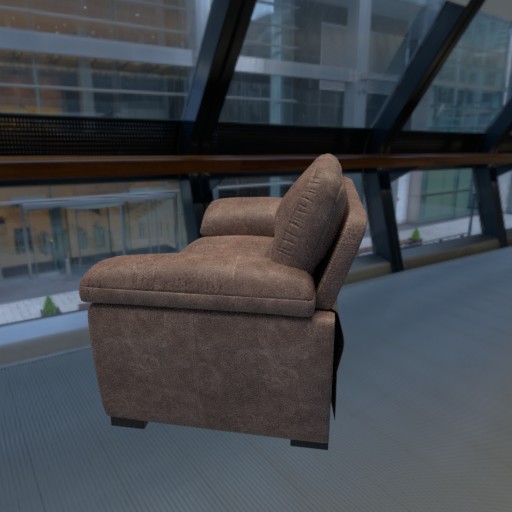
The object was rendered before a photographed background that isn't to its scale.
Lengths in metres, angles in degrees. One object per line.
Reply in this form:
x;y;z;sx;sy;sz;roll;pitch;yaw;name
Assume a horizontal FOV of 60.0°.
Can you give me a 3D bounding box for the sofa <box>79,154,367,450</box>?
0.000;0.000;2.294;0.991;0.991;1.753;3;15;9;sofa
